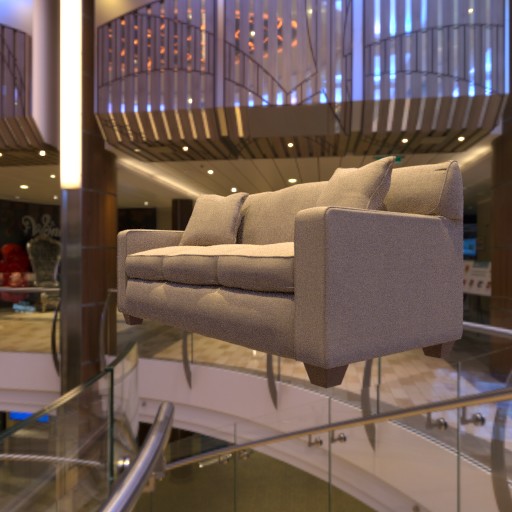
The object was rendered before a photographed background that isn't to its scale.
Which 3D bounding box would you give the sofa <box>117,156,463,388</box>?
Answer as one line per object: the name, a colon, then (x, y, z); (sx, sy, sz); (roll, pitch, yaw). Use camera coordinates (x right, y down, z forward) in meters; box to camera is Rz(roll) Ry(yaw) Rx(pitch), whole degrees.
sofa: (0.000, 0.000, 2.605); (0.997, 0.958, 2.024); (0, 0, -38)
